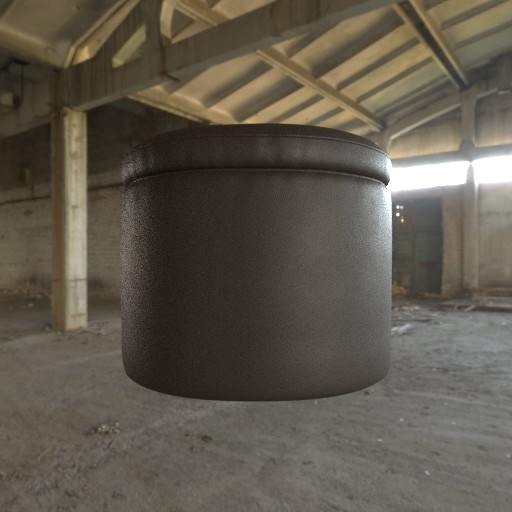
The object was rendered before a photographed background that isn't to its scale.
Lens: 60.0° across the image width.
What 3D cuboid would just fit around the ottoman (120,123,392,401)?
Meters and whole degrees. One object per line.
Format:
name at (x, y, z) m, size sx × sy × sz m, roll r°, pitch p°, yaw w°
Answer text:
ottoman at (0.000, 0.000, 0.852) m, size 0.500 × 0.409 × 0.500 m, roll 0°, pitch 0°, yaw 0°
